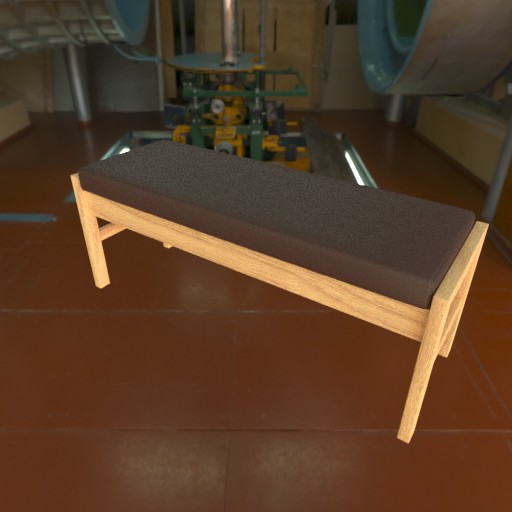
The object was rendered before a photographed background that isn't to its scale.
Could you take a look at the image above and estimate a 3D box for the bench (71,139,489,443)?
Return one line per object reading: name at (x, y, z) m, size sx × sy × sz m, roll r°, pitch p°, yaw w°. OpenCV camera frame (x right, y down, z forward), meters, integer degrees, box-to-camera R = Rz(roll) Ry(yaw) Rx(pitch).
bench at (0.000, 0.000, 1.412) m, size 1.200 × 0.480 × 0.405 m, roll 20°, pitch 37°, yaw 29°
